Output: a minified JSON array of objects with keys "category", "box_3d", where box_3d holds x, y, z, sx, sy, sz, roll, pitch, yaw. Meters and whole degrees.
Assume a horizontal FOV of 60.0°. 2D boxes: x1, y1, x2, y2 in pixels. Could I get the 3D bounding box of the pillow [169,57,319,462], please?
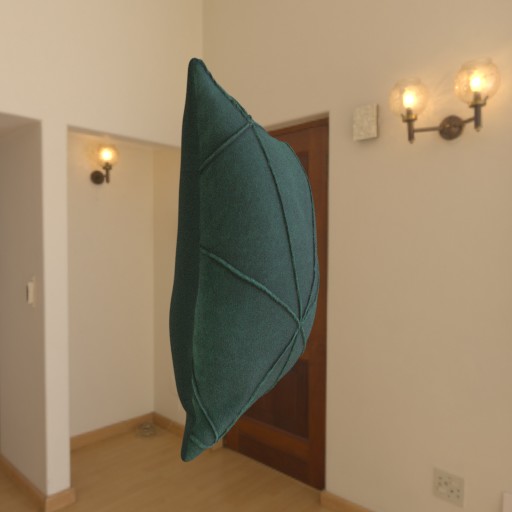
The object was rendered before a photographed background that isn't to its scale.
[{"category":"pillow","box_3d":[0.000,0.000,0.678,0.184,0.440,0.439,1,2,18]}]
